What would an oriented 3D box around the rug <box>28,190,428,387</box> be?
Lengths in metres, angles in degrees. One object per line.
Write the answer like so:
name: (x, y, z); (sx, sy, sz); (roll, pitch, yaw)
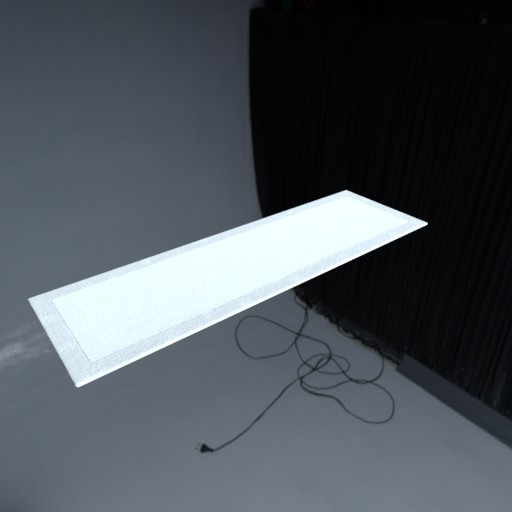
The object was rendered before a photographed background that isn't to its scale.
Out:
rug: (0.000, 0.000, 2.691); (2.430, 0.012, 0.759); (-22, 37, -32)
